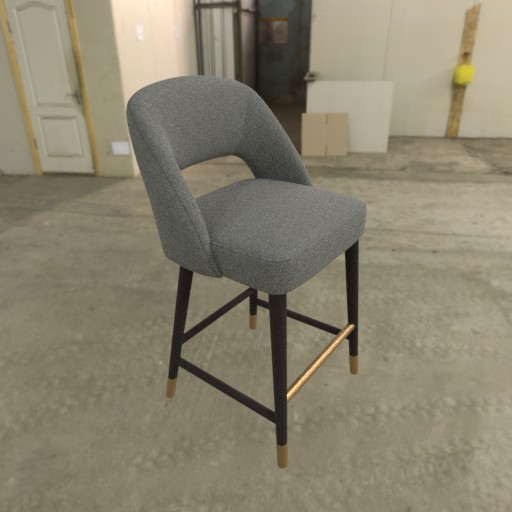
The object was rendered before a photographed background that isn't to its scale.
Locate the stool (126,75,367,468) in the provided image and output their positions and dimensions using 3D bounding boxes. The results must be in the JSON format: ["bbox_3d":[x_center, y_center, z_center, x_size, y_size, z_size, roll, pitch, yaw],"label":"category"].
[{"bbox_3d":[0.000,0.000,1.259,0.524,0.925,0.536,19,33,32],"label":"stool"}]
